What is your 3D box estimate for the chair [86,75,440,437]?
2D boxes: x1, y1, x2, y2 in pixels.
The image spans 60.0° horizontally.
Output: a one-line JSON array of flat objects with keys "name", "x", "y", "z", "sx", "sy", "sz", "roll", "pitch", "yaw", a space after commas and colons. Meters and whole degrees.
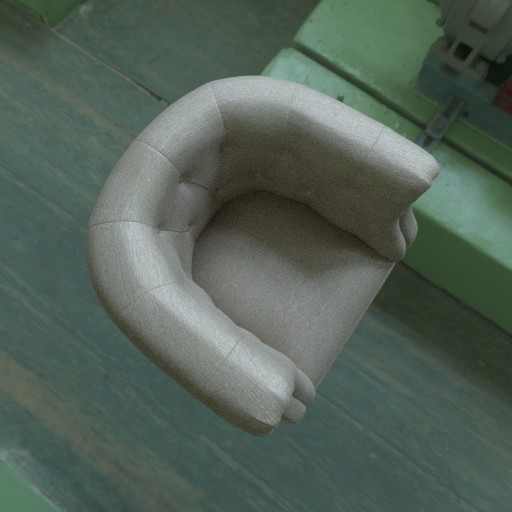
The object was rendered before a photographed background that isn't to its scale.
[{"name": "chair", "x": 0.000, "y": 0.000, "z": 1.517, "sx": 0.852, "sy": 0.827, "sz": 0.905, "roll": 34, "pitch": 78, "yaw": 8}]
